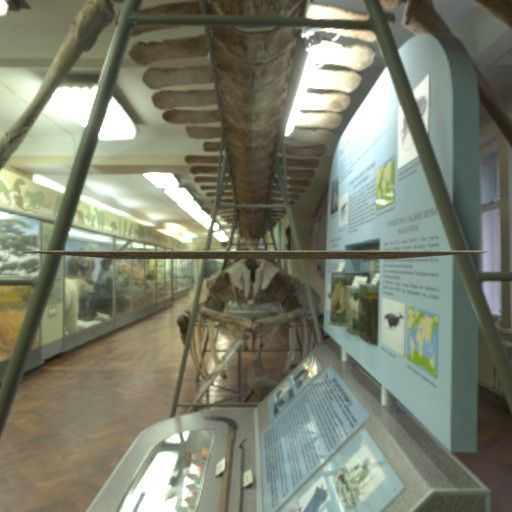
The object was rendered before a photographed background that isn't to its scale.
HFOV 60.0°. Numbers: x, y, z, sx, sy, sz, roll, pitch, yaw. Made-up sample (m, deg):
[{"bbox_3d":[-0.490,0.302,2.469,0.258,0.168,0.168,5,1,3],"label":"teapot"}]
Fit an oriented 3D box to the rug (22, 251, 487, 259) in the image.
[{"bbox_3d":[0.000,0.000,2.917,2.284,0.008,1.522,0,-2,0],"label":"rug"}]
